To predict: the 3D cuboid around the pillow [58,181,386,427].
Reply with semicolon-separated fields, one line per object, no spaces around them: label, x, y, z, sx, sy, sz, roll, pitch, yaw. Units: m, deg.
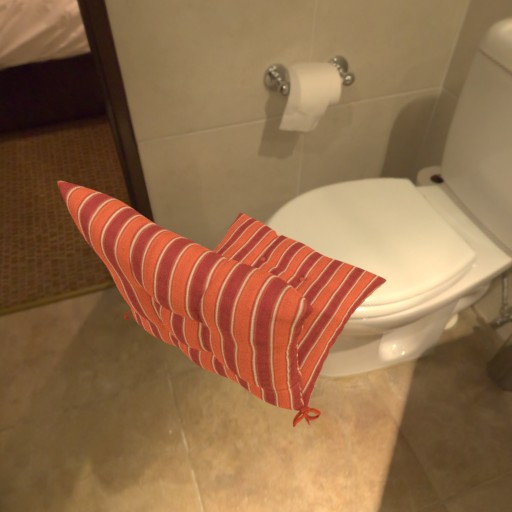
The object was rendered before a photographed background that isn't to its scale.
pillow;0.000;0.000;1.014;0.541;0.536;0.585;26;53;22
